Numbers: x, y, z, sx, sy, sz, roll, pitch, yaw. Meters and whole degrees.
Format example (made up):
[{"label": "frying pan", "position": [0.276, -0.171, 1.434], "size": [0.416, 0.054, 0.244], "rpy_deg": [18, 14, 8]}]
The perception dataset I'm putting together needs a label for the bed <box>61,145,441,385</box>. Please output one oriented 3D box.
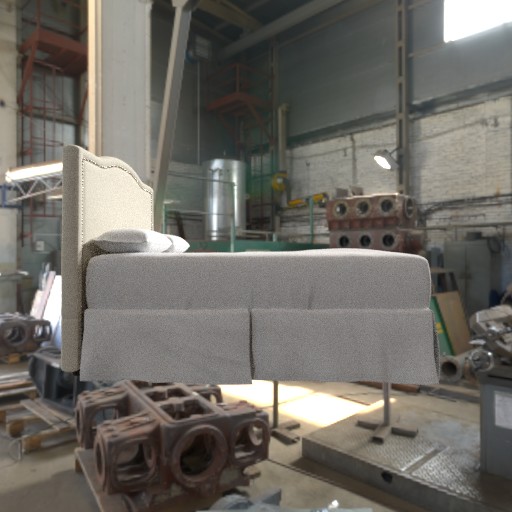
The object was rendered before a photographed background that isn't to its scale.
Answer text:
[{"label": "bed", "position": [0.000, 0.000, 3.329], "size": [2.196, 1.449, 1.741], "rpy_deg": [0, 0, 2]}]
